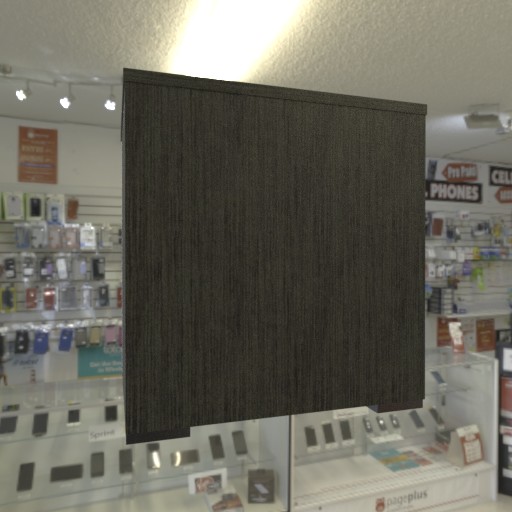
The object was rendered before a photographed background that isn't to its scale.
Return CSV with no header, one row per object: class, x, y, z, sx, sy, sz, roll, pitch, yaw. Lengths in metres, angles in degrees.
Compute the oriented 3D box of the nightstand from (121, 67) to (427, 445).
nightstand,0.000,0.000,0.761,0.441,0.460,0.325,0,0,-18
